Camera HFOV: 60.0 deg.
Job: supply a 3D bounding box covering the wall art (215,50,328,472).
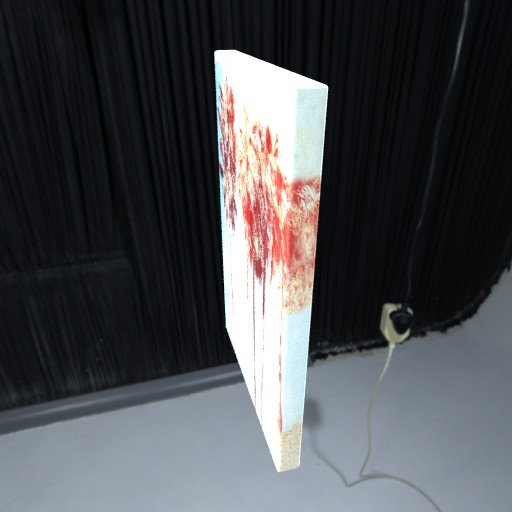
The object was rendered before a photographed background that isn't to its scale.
[{"bbox_3d":[0.000,0.000,0.760,0.038,0.610,0.401,-8,31,-14],"label":"wall art"}]
